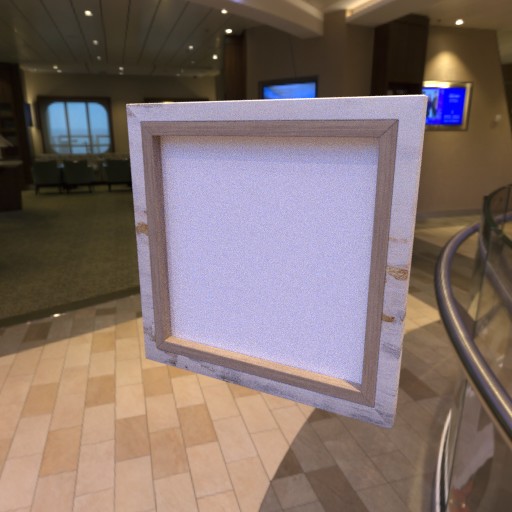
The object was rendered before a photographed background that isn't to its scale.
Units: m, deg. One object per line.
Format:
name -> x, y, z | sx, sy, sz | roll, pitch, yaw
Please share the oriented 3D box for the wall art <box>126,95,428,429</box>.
wall art -> 0.000, 0.000, 0.925 | 0.611, 0.613, 0.040 | 8, 18, 26
